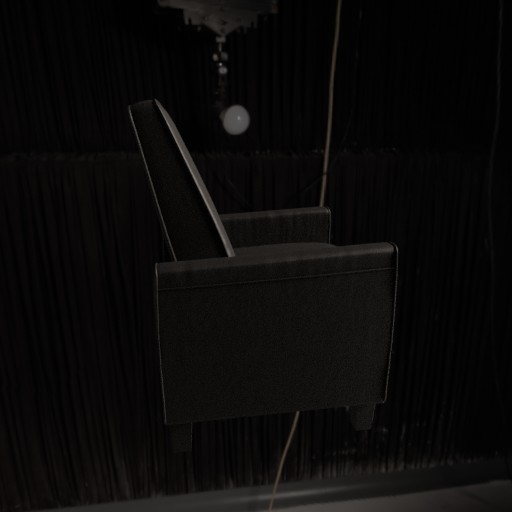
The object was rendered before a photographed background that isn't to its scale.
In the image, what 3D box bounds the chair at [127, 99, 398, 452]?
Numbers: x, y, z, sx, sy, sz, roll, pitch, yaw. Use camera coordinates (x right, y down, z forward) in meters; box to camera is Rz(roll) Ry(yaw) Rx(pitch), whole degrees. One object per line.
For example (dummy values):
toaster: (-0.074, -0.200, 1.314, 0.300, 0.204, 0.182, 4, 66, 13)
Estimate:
chair: (0.000, 0.000, 1.544, 0.746, 1.013, 0.705, -3, 17, -9)
